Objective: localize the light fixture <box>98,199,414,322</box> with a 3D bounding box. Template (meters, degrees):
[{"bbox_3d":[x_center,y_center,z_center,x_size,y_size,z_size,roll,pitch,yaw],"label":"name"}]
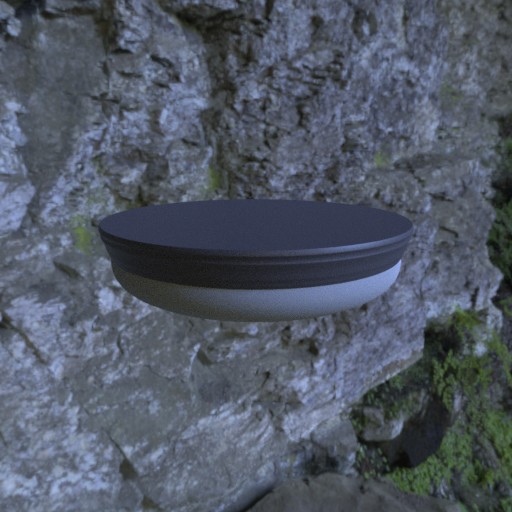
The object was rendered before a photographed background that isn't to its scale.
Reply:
[{"bbox_3d":[0.000,0.000,0.557,0.368,0.100,0.368,0,14,0],"label":"light fixture"}]
